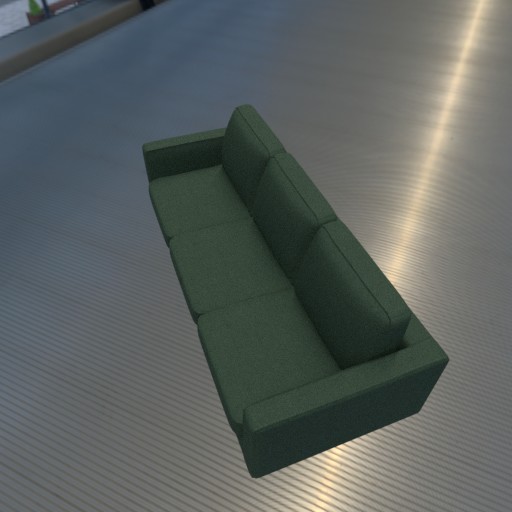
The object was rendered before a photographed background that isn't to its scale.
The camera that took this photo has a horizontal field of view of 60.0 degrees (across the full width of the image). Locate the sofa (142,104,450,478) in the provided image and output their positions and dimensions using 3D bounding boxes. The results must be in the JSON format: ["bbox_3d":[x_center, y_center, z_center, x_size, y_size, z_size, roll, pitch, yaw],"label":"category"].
[{"bbox_3d":[0.000,0.000,2.467,0.879,0.899,2.029,-15,48,-15],"label":"sofa"}]
